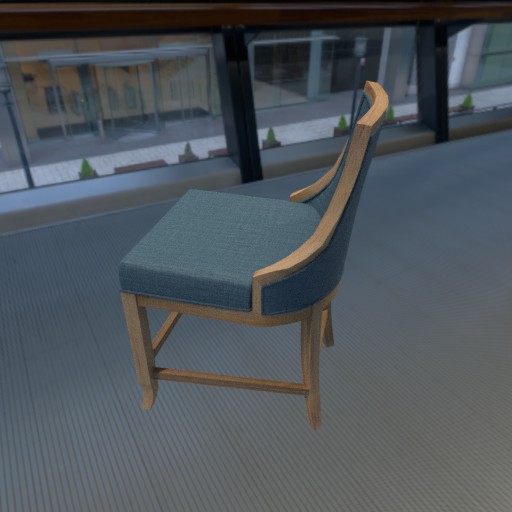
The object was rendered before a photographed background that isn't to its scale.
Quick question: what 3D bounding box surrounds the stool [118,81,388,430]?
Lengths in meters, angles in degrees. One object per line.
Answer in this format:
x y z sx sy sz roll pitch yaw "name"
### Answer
0.000 0.000 1.324 0.626 0.938 0.524 8 33 12 "stool"
